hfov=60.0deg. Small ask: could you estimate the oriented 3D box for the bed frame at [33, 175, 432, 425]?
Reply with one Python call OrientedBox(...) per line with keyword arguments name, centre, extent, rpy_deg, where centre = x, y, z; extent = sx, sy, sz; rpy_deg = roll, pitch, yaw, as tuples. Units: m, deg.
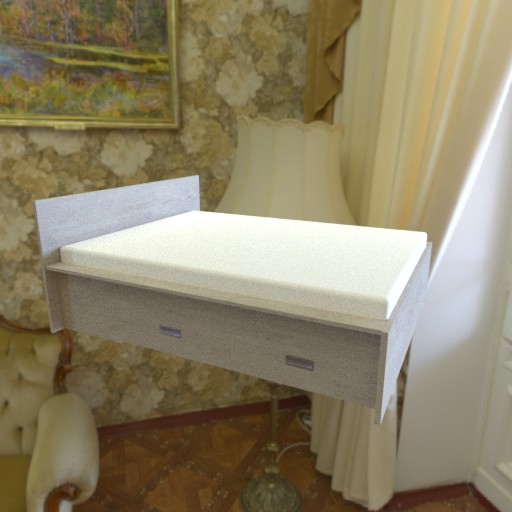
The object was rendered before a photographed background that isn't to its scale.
OrientedBox(name="bed frame", centre=(0.000, 0.000, 2.845), extent=(1.960, 0.800, 1.622), rpy_deg=(8, 18, 25))
